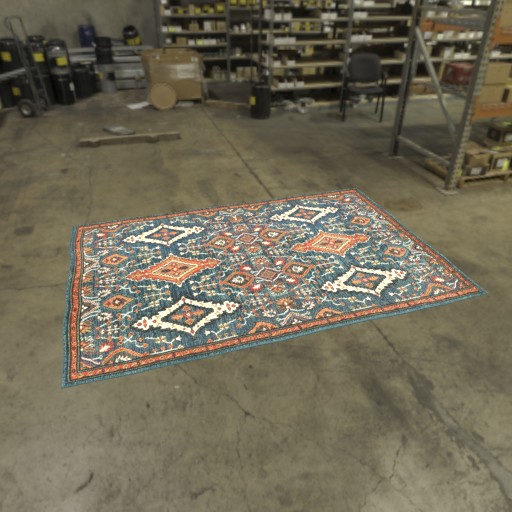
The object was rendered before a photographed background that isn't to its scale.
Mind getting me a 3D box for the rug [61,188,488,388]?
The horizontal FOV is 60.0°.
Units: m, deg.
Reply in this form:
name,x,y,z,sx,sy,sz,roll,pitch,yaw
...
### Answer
name,x,y,z,sx,sy,sz,roll,pitch,yaw
rug,0.000,0.000,2.941,2.373,0.009,1.622,-10,33,-15
